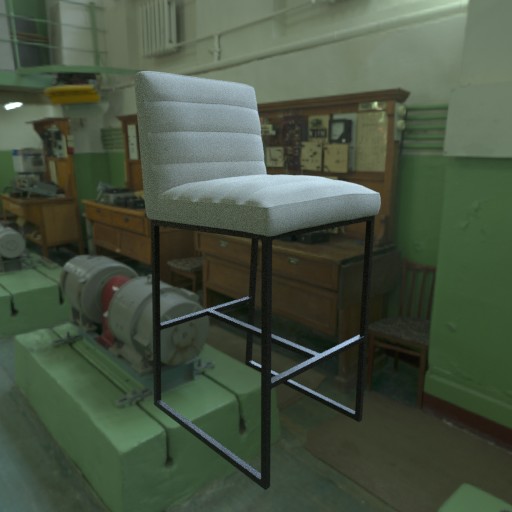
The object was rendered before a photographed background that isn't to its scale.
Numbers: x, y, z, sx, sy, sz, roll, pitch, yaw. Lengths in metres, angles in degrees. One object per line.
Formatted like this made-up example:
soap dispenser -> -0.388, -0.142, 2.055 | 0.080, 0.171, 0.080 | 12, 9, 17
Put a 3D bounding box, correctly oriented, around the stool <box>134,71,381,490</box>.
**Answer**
stool -> 0.000, 0.000, 1.336 | 0.464, 1.061, 0.573 | -13, 18, -42
